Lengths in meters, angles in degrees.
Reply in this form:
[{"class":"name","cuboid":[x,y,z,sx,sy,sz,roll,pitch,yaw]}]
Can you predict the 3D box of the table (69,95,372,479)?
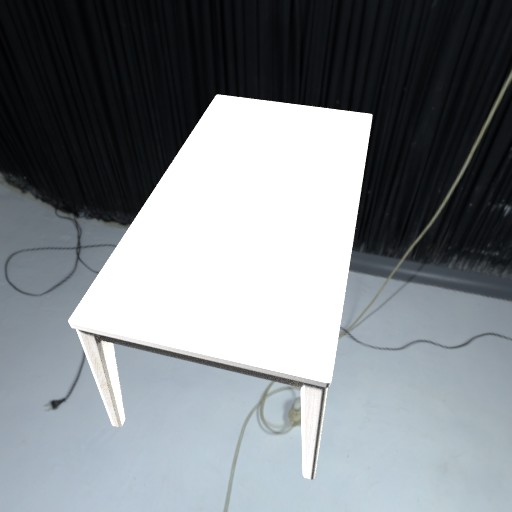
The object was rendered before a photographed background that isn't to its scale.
[{"class":"table","cuboid":[0.000,0.000,2.119,0.900,0.760,1.600,11,48,10]}]
